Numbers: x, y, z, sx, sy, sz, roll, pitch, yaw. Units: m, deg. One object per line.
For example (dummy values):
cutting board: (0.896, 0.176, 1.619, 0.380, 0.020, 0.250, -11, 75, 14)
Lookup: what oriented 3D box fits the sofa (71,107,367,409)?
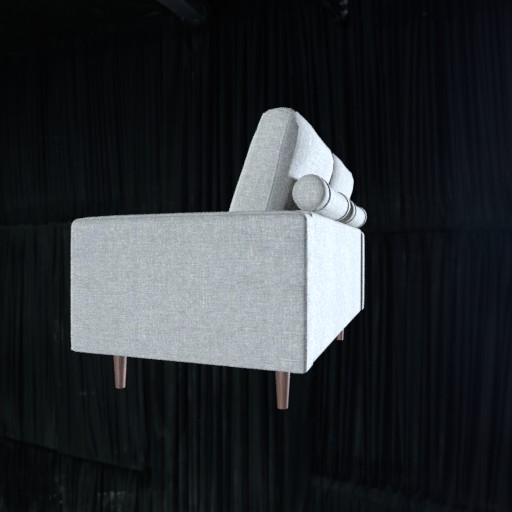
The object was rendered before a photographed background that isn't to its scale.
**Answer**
sofa: (0.000, 0.000, 1.947, 0.842, 0.907, 1.407, 0, 1, 20)
